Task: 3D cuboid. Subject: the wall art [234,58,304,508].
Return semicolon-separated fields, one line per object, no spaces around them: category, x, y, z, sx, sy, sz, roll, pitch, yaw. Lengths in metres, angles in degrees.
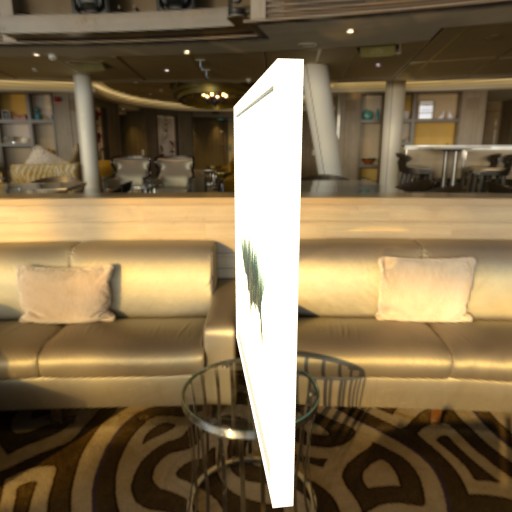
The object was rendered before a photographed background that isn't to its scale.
wall art;0.000;0.000;1.088;0.038;0.762;0.762;-2;14;-7
